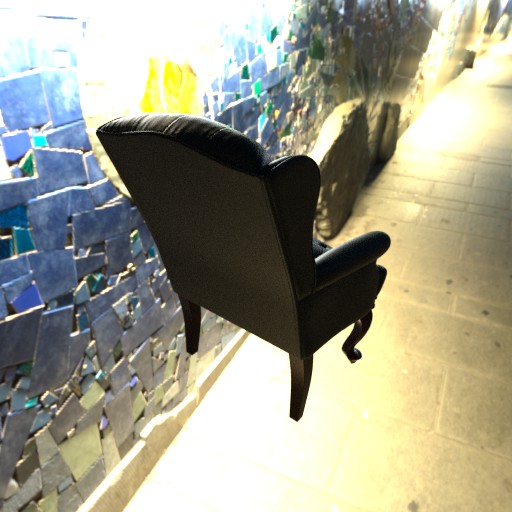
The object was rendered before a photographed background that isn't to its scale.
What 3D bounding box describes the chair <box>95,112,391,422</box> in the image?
[{"bbox_3d":[0.000,0.000,1.651,0.838,1.111,0.762,22,36,34],"label":"chair"}]
